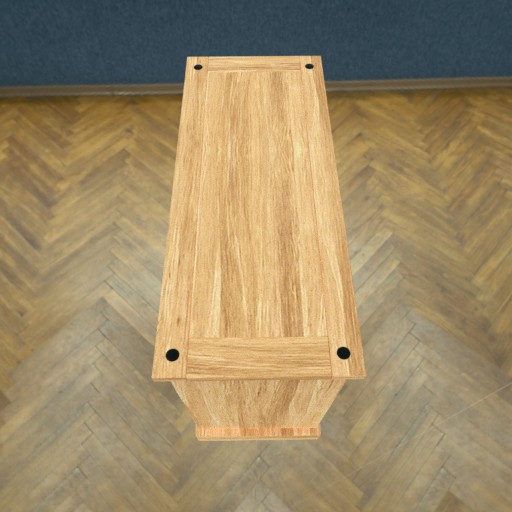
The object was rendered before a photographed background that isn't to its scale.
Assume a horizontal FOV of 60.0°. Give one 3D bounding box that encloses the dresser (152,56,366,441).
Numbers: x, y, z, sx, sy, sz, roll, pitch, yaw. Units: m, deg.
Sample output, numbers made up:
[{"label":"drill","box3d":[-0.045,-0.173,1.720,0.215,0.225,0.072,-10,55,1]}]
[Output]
[{"label":"dresser","box3d":[0.000,0.000,1.415,0.410,0.740,0.990,-1,59,0]}]
